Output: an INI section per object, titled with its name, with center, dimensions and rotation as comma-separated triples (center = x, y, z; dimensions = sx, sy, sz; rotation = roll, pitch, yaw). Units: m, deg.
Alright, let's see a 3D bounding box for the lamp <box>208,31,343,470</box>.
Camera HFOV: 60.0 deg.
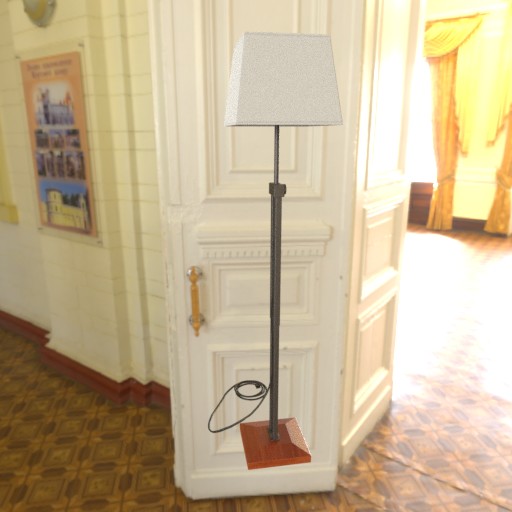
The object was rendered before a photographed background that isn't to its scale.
[lamp]
center = 0.000, 0.000, 1.950
dimensions = 0.472, 1.712, 0.745
rotation = -2, 16, -9
